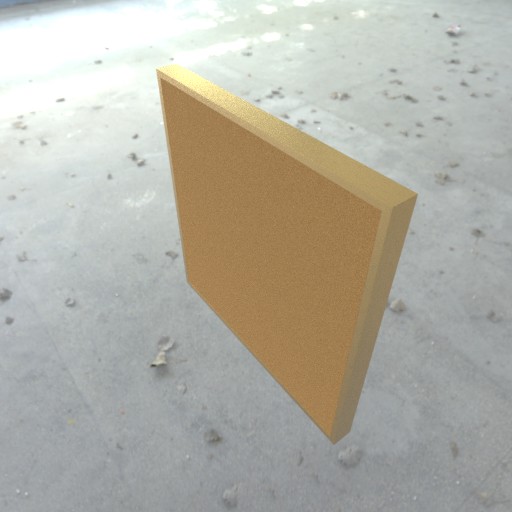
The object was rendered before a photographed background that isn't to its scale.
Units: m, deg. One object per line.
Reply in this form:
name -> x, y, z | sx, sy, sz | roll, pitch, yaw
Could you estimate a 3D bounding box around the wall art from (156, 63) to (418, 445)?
wall art -> 0.000, 0.000, 0.774 | 0.040, 0.509, 0.509 | -26, 48, -27
